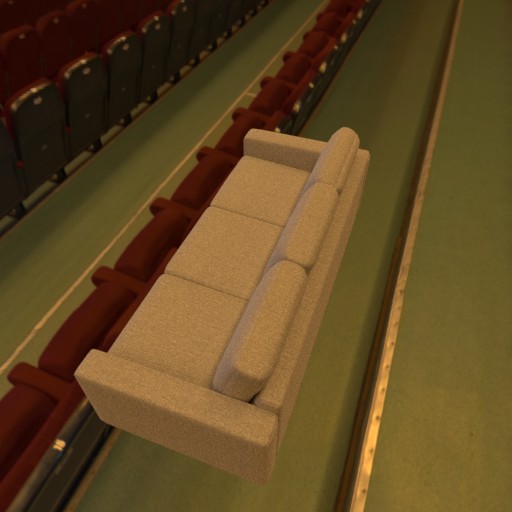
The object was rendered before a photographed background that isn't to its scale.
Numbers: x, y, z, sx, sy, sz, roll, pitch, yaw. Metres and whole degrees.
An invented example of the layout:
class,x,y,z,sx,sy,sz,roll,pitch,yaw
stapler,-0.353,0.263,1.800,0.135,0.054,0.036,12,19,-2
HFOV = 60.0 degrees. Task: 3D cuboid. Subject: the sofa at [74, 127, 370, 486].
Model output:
class,x,y,z,sx,sy,sz,roll,pitch,yaw
sofa,0.000,0.000,2.563,0.900,0.800,2.120,15,48,14
